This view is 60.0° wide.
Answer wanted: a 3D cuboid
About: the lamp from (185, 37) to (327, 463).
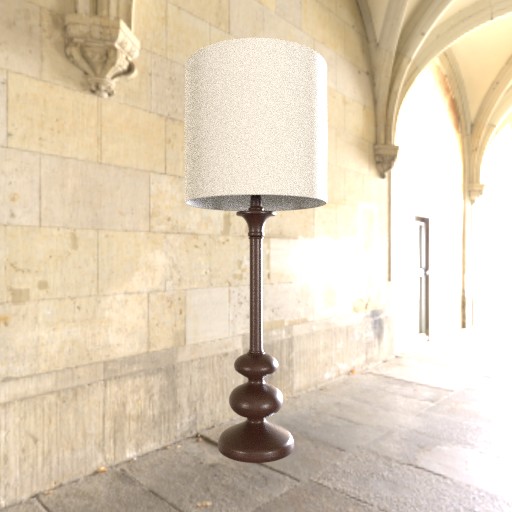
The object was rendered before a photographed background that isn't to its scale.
[{"bbox_3d":[0.000,0.000,0.802,0.254,0.690,0.254,0,0,-1],"label":"lamp"}]
